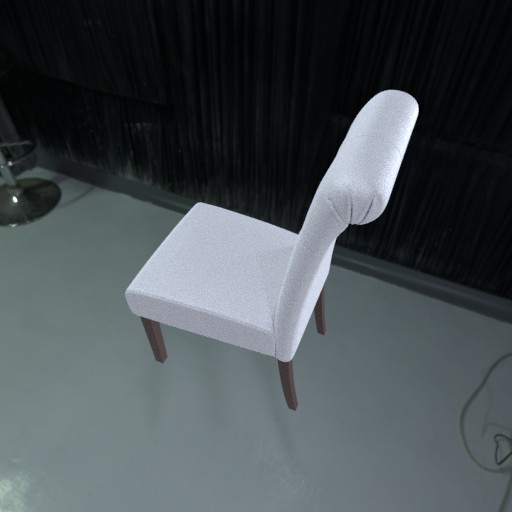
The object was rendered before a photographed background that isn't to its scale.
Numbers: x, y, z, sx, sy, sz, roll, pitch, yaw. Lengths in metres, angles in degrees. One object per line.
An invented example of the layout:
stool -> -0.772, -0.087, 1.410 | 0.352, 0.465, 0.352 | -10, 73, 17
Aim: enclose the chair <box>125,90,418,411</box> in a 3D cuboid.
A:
chair -> 0.000, 0.000, 1.332 | 0.671, 1.006, 0.456 | 17, 48, 16
